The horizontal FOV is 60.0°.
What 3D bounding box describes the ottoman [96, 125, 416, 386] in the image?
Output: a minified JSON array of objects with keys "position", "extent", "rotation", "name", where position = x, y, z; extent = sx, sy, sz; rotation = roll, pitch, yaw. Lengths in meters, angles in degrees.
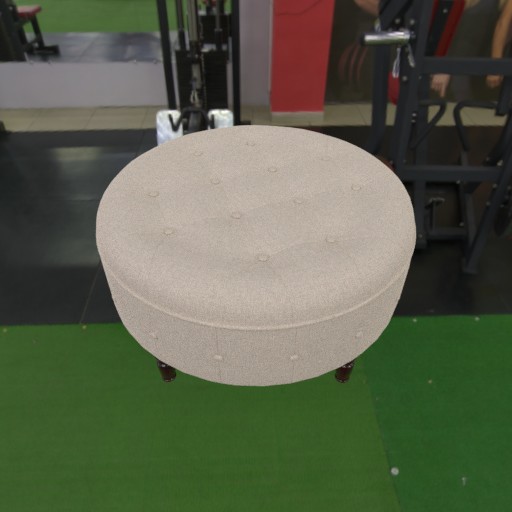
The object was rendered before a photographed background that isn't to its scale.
[{"position":[0.000,0.000,1.327],"extent":[0.848,0.494,0.848],"rotation":[0,41,0],"name":"ottoman"}]
